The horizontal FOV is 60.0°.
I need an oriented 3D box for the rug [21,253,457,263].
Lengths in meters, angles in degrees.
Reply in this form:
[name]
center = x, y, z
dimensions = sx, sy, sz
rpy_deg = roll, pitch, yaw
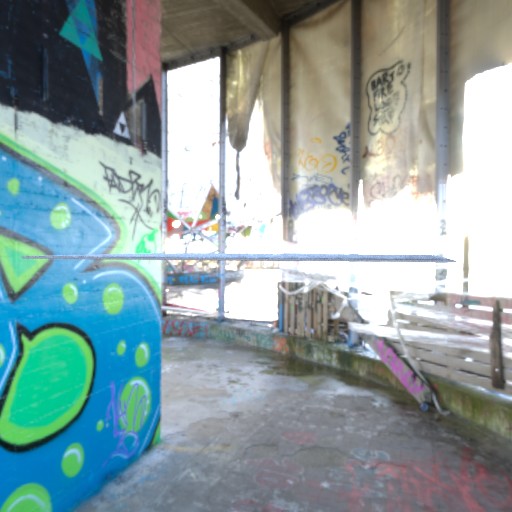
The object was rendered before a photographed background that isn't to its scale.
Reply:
[rug]
center = 0.000, 0.000, 2.840
dimensions = 2.206, 0.014, 1.578
rpy_deg = 0, 1, 19
